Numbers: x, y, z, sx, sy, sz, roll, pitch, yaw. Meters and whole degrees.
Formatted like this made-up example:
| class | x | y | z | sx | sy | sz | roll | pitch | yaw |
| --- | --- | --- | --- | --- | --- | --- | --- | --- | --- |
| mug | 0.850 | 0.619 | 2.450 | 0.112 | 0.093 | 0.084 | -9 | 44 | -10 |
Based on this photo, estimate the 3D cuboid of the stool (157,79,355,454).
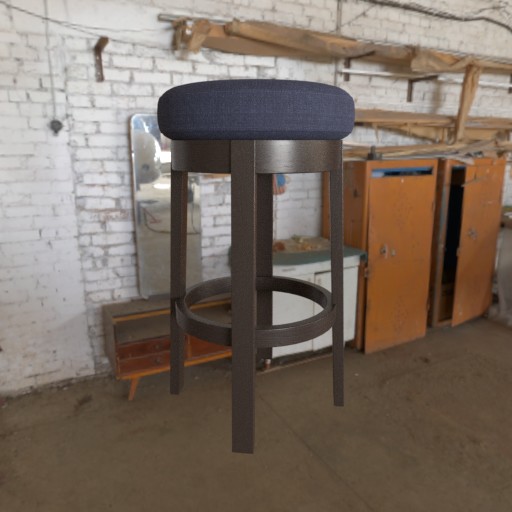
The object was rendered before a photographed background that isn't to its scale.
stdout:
| class | x | y | z | sx | sy | sz | roll | pitch | yaw |
| --- | --- | --- | --- | --- | --- | --- | --- | --- | --- |
| stool | 0.000 | 0.000 | 1.059 | 0.446 | 0.758 | 0.446 | 0 | 14 | 0 |
